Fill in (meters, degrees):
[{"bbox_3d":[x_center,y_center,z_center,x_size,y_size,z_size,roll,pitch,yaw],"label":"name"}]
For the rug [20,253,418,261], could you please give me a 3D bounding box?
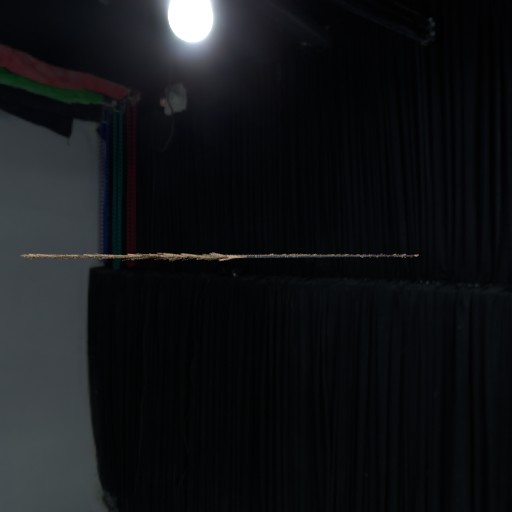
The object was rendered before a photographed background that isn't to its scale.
[{"bbox_3d":[0.000,0.000,2.472,1.224,0.027,2.021,0,0,35],"label":"rug"}]
